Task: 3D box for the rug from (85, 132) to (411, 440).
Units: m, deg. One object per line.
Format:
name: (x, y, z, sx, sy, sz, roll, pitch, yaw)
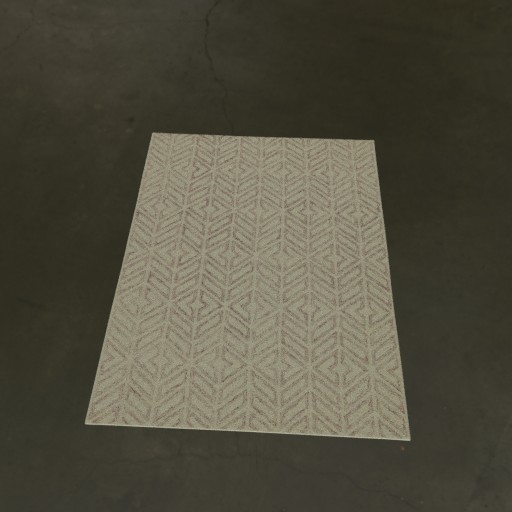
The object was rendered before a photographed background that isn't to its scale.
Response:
rug: (0.000, 0.000, 4.066, 2.421, 0.008, 3.045, 2, 59, 1)
